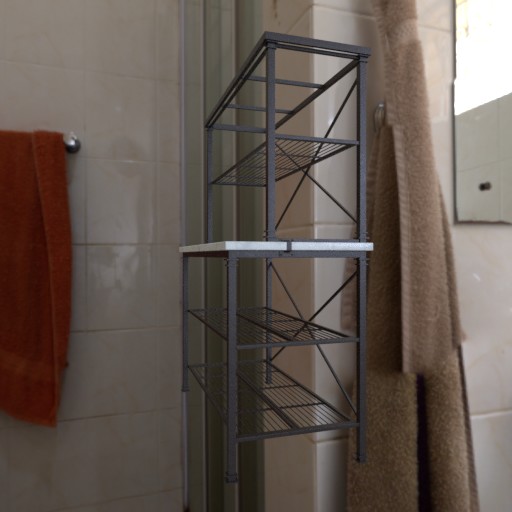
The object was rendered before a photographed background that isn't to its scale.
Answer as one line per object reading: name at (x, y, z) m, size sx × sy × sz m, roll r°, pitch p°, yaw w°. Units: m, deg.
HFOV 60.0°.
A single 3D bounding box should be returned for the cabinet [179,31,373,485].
cabinet at (0.000, 0.000, 2.245) m, size 0.610 × 1.659 × 1.210 m, roll 0°, pitch 0°, yaw -18°
